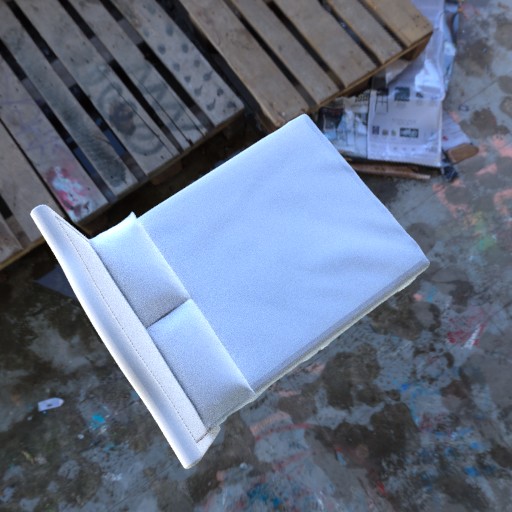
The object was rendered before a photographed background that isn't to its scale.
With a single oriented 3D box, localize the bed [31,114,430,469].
[{"bbox_3d":[0.000,0.000,3.242,2.143,1.460,1.753,-34,77,-9],"label":"bed"}]
